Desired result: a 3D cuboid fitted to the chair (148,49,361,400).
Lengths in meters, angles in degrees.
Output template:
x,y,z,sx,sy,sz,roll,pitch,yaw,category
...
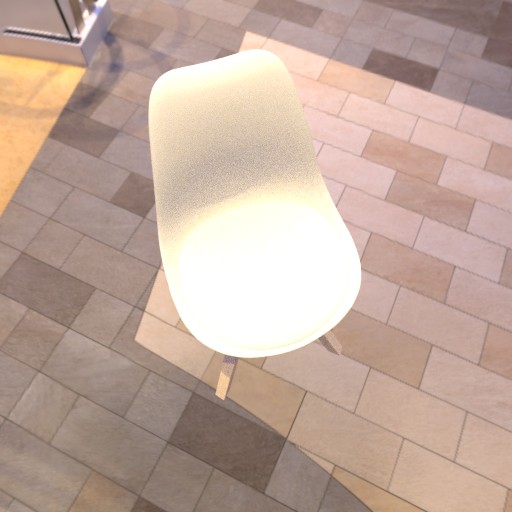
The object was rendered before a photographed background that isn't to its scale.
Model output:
x,y,z,sx,sy,sz,roll,pitch,yaw,category
0.000,0.000,1.200,0.485,0.850,0.550,-18,65,-9,chair
